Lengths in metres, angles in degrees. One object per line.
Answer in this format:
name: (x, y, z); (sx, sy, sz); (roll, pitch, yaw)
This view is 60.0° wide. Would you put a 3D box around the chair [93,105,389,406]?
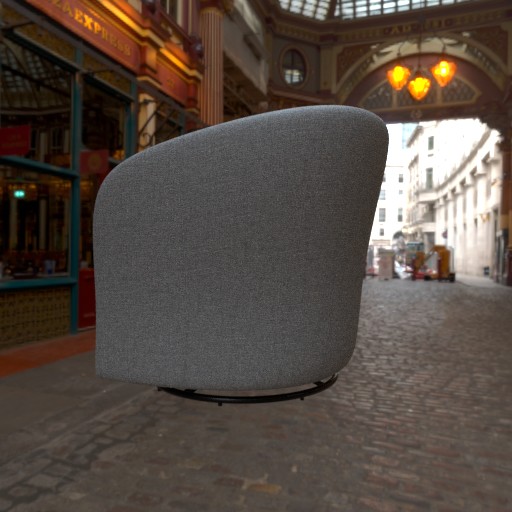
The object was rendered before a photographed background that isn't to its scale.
chair: (0.000, 0.000, 1.417); (0.815, 0.771, 0.791); (0, 1, 19)
